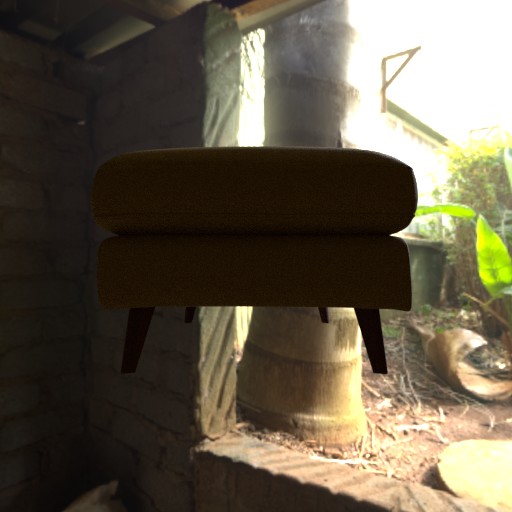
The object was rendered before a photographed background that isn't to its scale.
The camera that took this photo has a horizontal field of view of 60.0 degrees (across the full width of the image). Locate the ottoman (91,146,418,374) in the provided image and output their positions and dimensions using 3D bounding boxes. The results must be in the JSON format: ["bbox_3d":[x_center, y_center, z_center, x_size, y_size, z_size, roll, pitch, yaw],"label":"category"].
[{"bbox_3d":[0.000,0.000,1.180,0.608,0.449,0.811,0,-1,1],"label":"ottoman"}]
